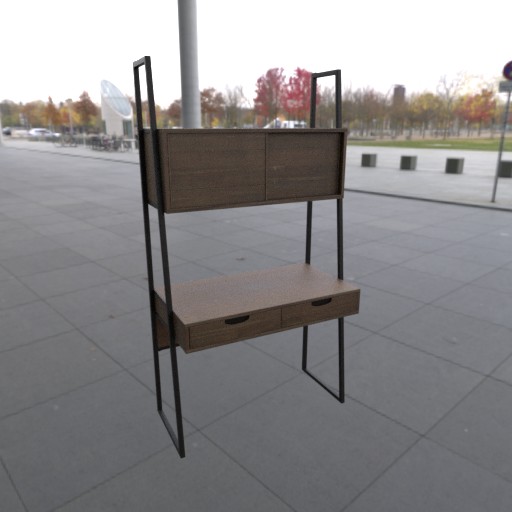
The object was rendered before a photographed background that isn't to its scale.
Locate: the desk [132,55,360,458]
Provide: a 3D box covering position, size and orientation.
[{"bbox_3d":[0.000,0.000,2.230,0.982,1.809,0.515,-8,18,-26],"label":"desk"}]
